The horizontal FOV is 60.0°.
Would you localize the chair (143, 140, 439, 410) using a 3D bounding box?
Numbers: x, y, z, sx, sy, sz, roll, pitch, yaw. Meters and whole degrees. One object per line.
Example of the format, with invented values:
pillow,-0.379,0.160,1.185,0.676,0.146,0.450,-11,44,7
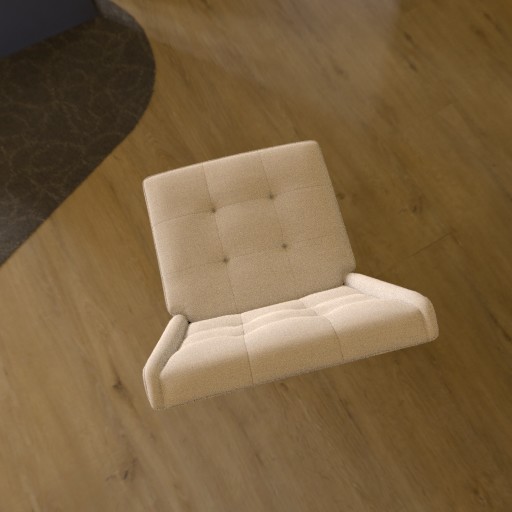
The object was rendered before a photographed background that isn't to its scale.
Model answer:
chair,0.000,0.000,1.287,0.569,0.853,0.676,-13,76,-3
